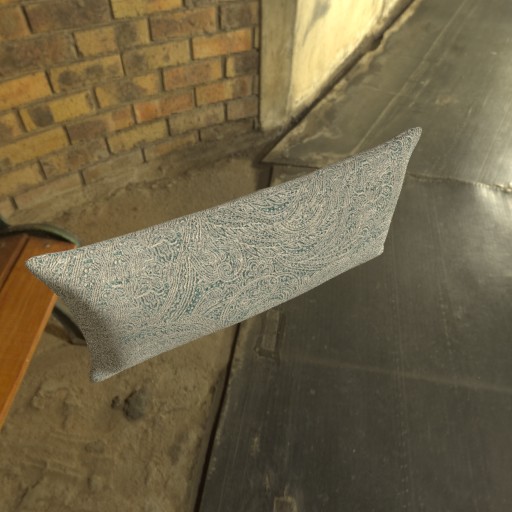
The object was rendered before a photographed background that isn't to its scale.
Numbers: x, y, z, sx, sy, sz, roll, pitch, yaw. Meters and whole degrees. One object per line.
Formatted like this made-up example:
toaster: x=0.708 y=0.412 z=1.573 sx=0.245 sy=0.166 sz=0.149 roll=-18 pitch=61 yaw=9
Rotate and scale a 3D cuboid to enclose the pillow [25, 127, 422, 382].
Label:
pillow: x=0.000 y=0.000 z=0.722 sx=0.615 sy=0.295 sz=0.151 roll=-22 pitch=50 yaw=-19
